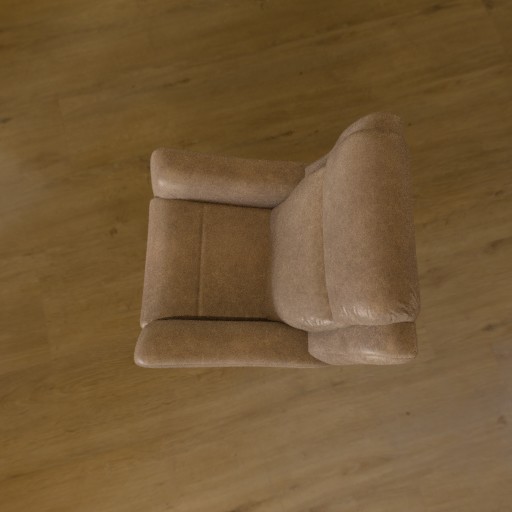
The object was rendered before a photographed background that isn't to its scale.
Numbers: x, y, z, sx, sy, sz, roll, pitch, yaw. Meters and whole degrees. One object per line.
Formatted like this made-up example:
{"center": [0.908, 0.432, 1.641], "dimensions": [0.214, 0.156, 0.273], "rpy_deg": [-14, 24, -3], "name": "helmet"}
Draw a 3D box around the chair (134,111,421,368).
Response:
{"center": [0.000, 0.000, 1.934], "dimensions": [1.068, 1.116, 0.965], "rpy_deg": [1, 76, 0], "name": "chair"}
